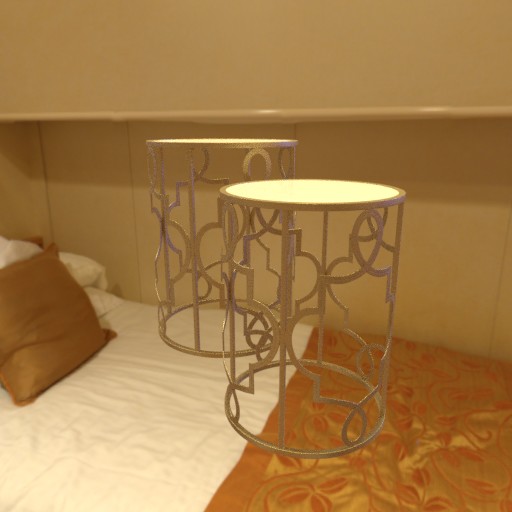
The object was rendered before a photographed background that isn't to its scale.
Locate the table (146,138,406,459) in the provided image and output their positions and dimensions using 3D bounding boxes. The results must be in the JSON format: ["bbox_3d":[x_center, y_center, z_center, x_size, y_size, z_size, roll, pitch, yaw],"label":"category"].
[{"bbox_3d":[0.000,0.000,1.136,0.420,0.564,0.846,-8,18,-25],"label":"table"}]
